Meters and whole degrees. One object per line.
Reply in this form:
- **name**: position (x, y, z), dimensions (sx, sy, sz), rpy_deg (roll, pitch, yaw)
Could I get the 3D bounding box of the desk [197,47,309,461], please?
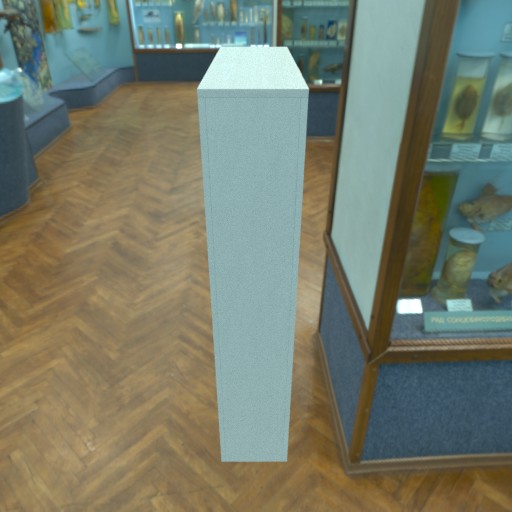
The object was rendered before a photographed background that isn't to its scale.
- **desk**: position (0.000, 0.000, 1.585), dimensions (0.250, 1.280, 0.750), rpy_deg (0, 31, 0)
